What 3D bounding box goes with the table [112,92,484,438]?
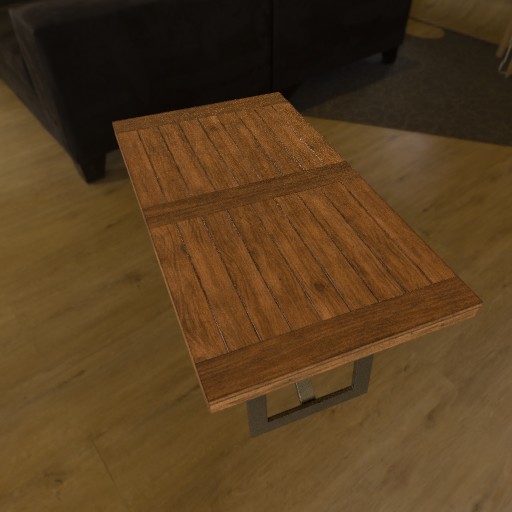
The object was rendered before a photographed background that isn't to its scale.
[{"bbox_3d":[0.000,0.000,2.118,0.931,0.757,1.641,-16,47,-15],"label":"table"}]
